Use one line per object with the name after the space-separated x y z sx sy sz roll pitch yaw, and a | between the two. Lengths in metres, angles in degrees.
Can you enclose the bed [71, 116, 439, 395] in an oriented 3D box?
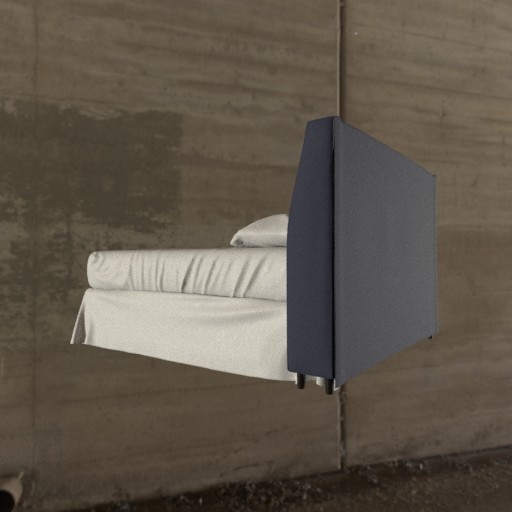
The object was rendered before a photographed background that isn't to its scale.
0.000 0.000 3.468 2.276 1.332 1.925 0 0 36 | bed
